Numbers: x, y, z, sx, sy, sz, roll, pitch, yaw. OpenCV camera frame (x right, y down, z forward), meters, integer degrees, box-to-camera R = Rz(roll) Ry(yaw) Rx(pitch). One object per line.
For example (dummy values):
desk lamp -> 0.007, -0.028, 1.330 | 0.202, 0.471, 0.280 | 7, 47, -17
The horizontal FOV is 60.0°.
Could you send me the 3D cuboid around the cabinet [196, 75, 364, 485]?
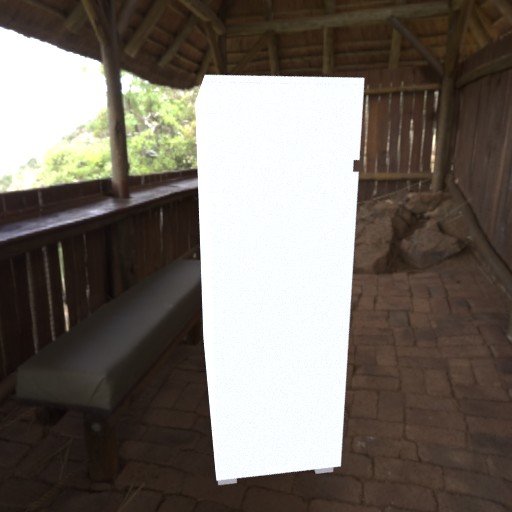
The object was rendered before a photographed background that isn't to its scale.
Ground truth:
cabinet -> 0.000, 0.000, 1.723 | 0.400, 1.190, 1.000 | -2, 16, -8
